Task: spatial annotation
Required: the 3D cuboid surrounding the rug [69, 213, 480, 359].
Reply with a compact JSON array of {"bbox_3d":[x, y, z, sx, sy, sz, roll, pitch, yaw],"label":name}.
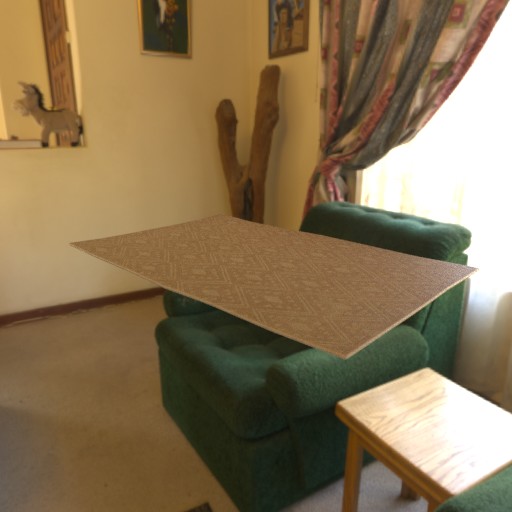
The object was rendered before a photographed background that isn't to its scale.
[{"bbox_3d":[0.000,0.000,3.060,2.430,0.053,1.553,15,22,41],"label":"rug"}]
